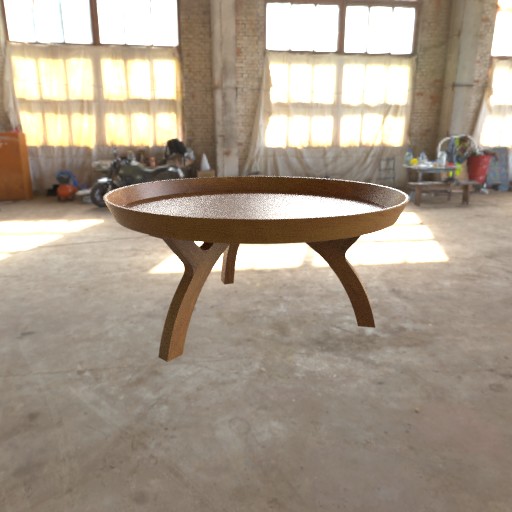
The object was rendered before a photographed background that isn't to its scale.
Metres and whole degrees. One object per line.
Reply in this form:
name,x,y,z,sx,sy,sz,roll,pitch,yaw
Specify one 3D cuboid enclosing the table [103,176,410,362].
table,0.000,0.000,1.607,1.016,0.470,1.016,0,16,0
